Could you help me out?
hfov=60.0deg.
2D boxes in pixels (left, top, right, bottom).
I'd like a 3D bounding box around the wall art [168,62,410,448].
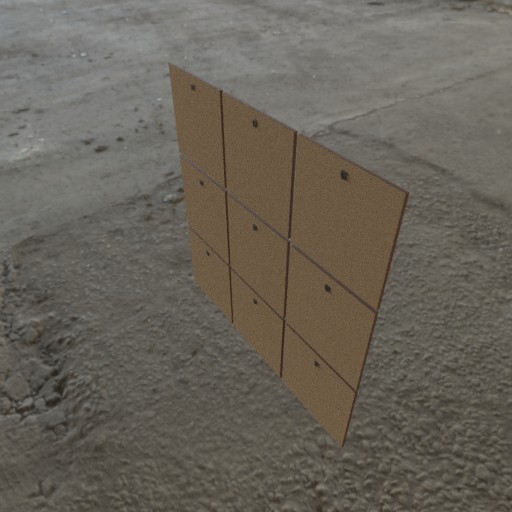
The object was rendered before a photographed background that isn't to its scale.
[{"bbox_3d":[0.000,0.000,1.809,0.019,1.218,1.221,-25,46,-26],"label":"wall art"}]
